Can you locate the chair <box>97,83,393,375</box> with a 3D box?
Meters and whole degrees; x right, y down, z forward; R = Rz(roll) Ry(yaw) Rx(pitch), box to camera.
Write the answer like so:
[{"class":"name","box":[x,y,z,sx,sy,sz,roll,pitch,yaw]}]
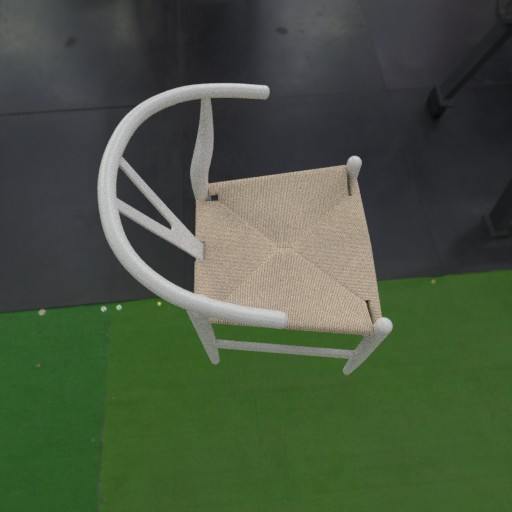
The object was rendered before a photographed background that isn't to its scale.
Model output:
[{"class":"chair","box":[0.000,0.000,1.134,0.579,0.730,0.569,-2,63,-1]}]
